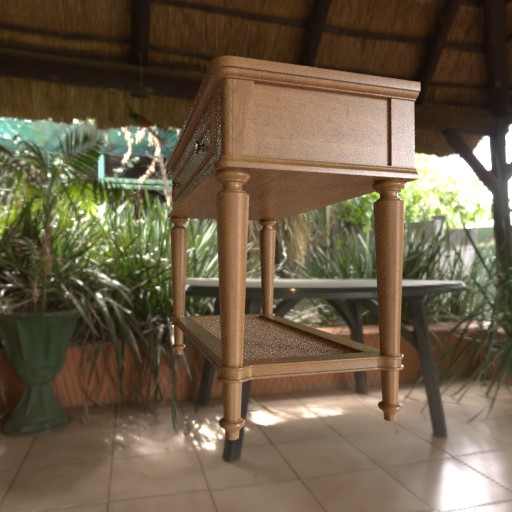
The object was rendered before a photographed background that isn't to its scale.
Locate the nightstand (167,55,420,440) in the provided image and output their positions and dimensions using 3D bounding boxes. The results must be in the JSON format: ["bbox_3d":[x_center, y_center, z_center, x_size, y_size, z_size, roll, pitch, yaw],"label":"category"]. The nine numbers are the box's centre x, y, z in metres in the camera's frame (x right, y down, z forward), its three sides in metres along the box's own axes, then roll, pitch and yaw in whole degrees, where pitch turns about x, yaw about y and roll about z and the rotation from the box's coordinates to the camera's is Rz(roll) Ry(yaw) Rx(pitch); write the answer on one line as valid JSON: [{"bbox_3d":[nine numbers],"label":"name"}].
[{"bbox_3d":[0.000,0.000,1.281,0.432,0.700,0.914,0,-1,-17],"label":"nightstand"}]
